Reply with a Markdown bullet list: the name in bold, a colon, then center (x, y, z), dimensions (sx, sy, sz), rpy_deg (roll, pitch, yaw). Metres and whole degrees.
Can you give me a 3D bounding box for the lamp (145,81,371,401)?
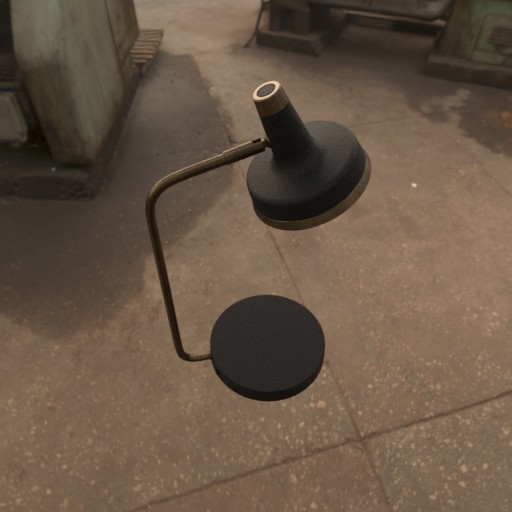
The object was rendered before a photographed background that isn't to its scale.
- **lamp**: center (0.000, 0.000, 0.490), dimensions (0.218, 0.385, 0.162), rpy_deg (-10, 47, -10)
